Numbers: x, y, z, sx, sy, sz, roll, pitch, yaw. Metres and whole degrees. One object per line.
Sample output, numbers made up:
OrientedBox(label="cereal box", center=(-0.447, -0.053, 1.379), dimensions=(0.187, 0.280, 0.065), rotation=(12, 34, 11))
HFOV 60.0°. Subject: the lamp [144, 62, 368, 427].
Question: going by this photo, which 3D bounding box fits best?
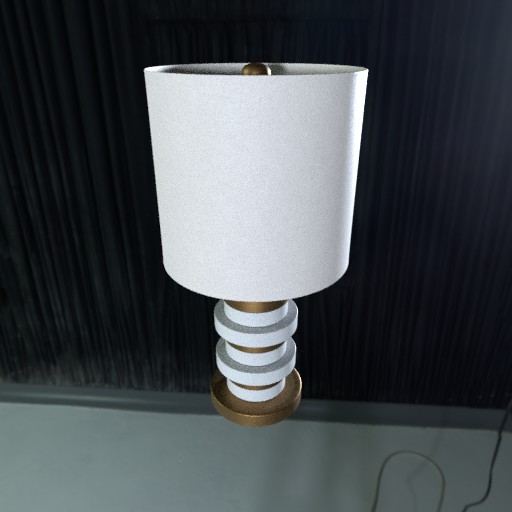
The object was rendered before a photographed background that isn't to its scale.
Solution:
OrientedBox(label="lamp", center=(0.000, 0.000, 0.513), dimensions=(0.210, 0.410, 0.210), rotation=(0, 26, 0))
